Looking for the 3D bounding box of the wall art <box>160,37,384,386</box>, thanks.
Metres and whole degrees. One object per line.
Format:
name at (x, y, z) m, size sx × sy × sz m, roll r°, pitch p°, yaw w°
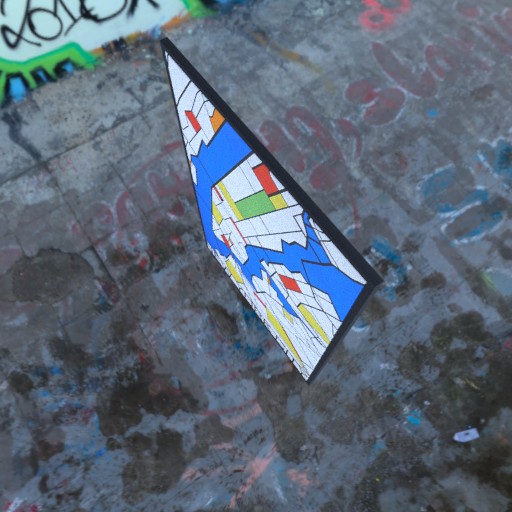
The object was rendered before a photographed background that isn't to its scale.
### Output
wall art at (0.000, 0.000, 0.852) m, size 0.013 × 0.660 × 0.460 m, roll -33°, pitch 69°, yaw -14°
